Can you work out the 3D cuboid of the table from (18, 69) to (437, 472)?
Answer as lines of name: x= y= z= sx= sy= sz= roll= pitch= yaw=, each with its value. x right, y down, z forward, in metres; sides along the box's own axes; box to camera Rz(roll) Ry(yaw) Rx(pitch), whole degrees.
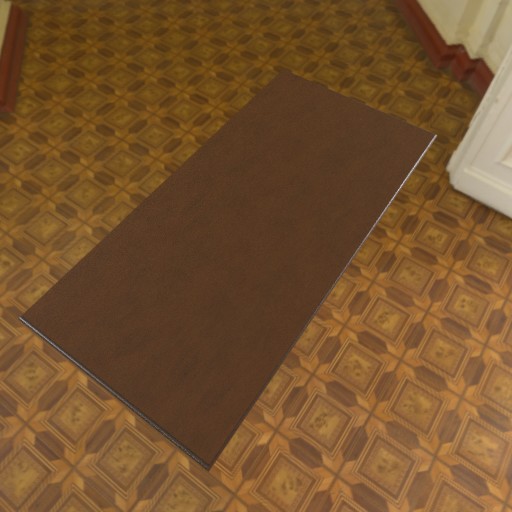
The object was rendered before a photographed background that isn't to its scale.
table: x=0.000 y=0.000 z=1.450 sx=0.594 sy=0.459 sz=1.197 roll=31 pitch=63 yaw=18
